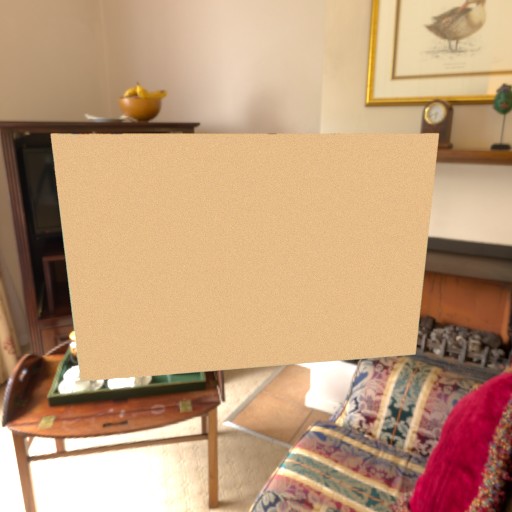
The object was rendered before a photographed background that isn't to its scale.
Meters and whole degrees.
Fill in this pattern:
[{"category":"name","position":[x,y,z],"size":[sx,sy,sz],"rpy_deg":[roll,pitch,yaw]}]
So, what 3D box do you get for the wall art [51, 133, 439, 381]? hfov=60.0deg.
[{"category":"wall art","position":[0.000,0.000,0.761],"size":[0.609,0.406,0.039],"rpy_deg":[-2,16,-9]}]
